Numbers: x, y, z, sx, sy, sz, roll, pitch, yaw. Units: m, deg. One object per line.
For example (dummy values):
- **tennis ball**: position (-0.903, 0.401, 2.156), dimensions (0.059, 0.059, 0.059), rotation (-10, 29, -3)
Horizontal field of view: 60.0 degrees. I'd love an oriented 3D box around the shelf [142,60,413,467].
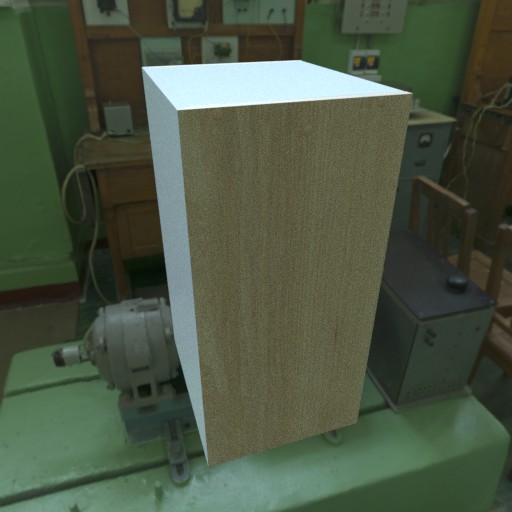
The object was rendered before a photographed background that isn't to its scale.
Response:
- **shelf**: position (0.000, 0.000, 0.797), dimensions (0.290, 0.600, 0.350), rotation (-10, 32, -16)
